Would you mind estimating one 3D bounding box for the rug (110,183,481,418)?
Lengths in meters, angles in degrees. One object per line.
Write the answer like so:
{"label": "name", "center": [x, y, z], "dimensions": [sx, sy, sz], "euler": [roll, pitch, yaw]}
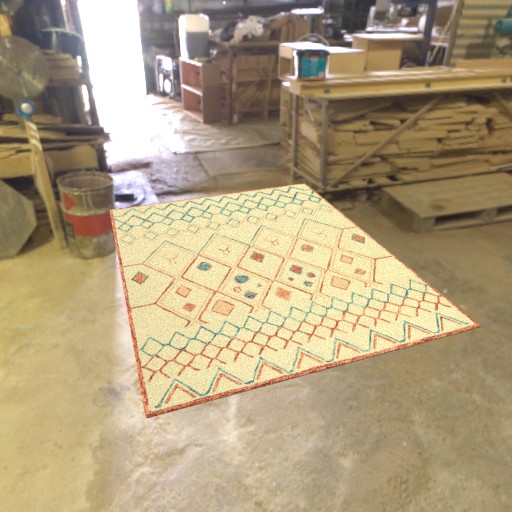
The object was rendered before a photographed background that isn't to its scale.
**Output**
{"label": "rug", "center": [0.000, 0.000, 4.150], "dimensions": [2.441, 0.016, 3.050], "euler": [-10, 32, -17]}
